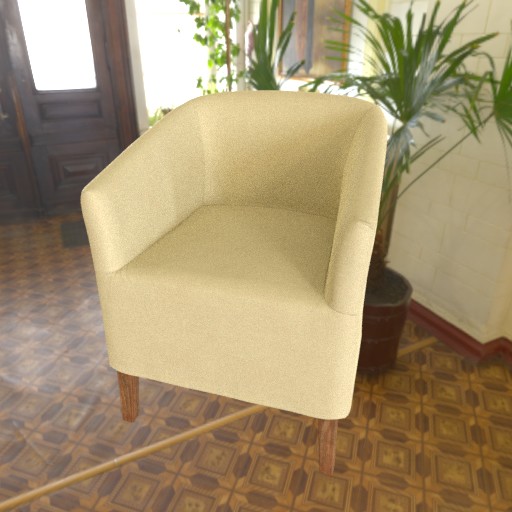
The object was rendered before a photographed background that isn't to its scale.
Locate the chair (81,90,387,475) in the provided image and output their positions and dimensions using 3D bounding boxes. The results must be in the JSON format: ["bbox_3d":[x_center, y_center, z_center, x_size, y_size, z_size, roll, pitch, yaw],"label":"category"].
[{"bbox_3d":[0.000,0.000,1.256,0.643,0.822,0.657,8,27,15],"label":"chair"}]
